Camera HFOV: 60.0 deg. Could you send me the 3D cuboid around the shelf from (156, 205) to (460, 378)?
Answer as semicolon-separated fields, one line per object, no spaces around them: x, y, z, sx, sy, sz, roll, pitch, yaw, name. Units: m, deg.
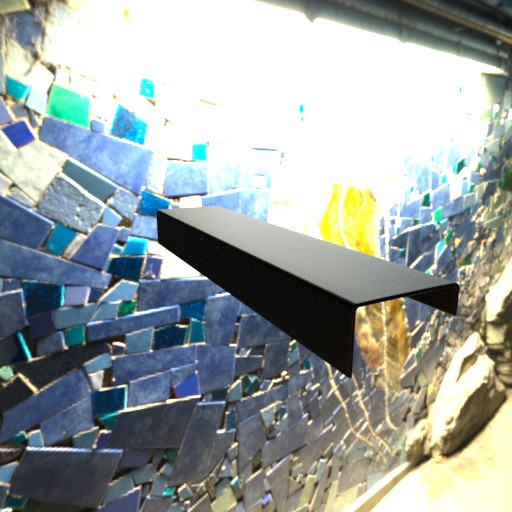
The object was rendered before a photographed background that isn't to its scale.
0.000;0.000;0.506;0.102;0.053;0.456;-8;16;-27;shelf
